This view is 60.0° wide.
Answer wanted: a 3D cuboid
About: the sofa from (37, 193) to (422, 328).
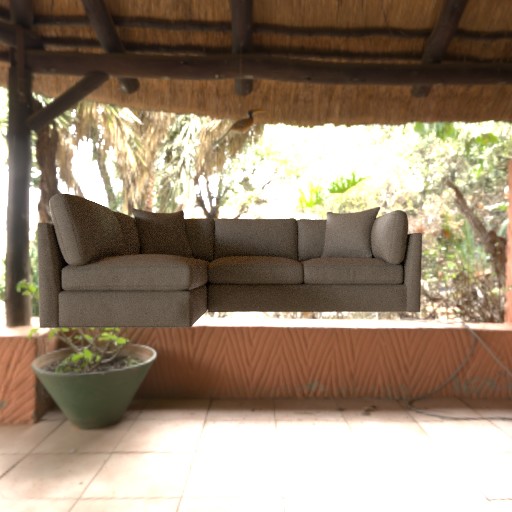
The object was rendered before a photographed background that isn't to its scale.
[{"bbox_3d":[0.000,0.000,3.882,2.896,0.978,1.994,0,-1,-1],"label":"sofa"}]
